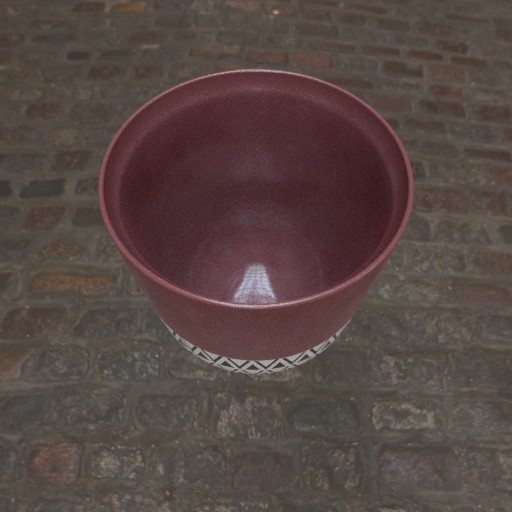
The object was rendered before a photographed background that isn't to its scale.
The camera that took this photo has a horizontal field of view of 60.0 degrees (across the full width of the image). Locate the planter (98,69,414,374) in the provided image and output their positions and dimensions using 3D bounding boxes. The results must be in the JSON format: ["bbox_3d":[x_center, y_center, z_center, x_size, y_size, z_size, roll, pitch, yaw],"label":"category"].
[{"bbox_3d":[0.000,0.000,0.368,0.195,0.214,0.195,0,58,0],"label":"planter"}]
